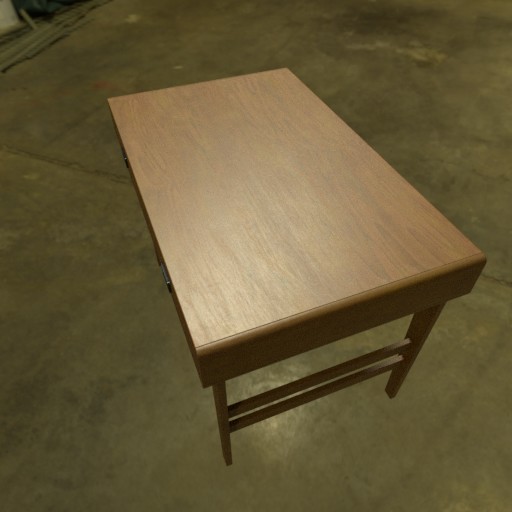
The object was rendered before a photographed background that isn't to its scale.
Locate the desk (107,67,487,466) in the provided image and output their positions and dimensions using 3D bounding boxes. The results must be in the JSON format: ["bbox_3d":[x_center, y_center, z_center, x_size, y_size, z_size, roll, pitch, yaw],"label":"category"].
[{"bbox_3d":[0.000,0.000,1.490,0.660,0.754,1.066,-16,48,-15],"label":"desk"}]
